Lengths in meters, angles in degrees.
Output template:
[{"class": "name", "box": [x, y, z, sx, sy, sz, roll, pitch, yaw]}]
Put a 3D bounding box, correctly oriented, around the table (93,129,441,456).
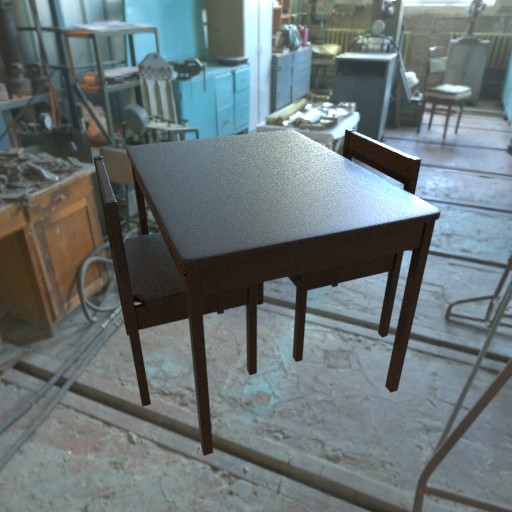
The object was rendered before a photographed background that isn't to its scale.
[{"class": "table", "box": [0.000, 0.000, 1.106, 0.672, 0.503, 0.650, -11, 32, -19]}]
